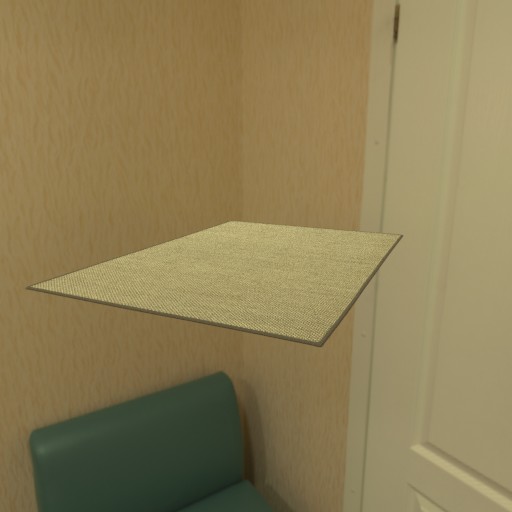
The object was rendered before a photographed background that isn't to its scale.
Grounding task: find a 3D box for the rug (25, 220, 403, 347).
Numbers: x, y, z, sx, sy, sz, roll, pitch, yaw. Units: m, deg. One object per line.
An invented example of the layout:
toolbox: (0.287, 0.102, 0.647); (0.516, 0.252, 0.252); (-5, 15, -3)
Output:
rug: (0.000, 0.000, 2.803); (1.523, 0.012, 2.133); (7, 16, 24)
